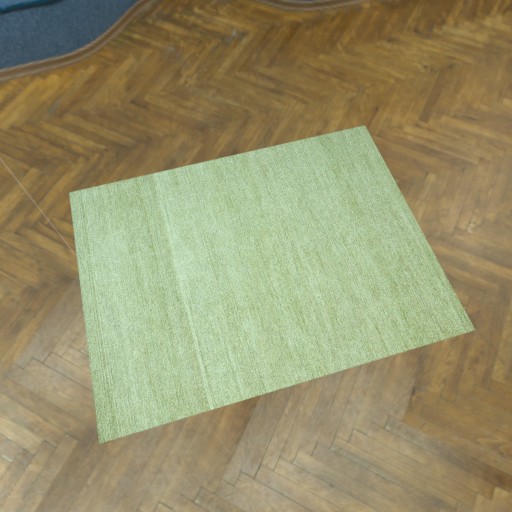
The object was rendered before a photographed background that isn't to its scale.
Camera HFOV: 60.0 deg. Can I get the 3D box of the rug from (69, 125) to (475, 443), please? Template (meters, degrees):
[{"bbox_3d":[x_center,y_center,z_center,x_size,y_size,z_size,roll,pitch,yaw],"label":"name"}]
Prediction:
[{"bbox_3d":[0.000,0.000,4.121,3.198,0.016,2.425,-15,64,-7],"label":"rug"}]
